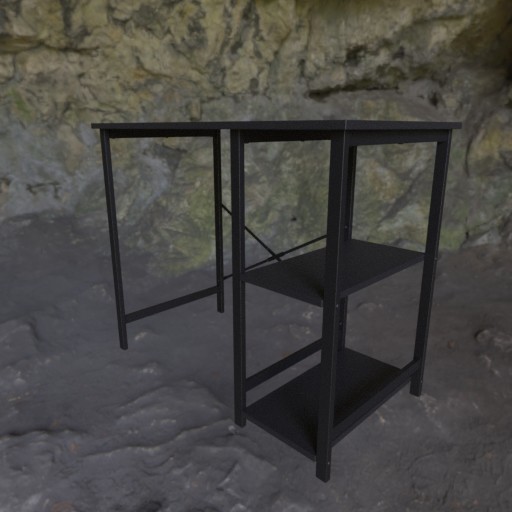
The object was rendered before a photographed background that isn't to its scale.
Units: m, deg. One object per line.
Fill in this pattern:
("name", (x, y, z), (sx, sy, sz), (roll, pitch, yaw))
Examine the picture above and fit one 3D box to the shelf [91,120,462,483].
("shelf", (0.000, 0.000, 1.302), (0.902, 0.749, 0.498), (15, 22, 42))
